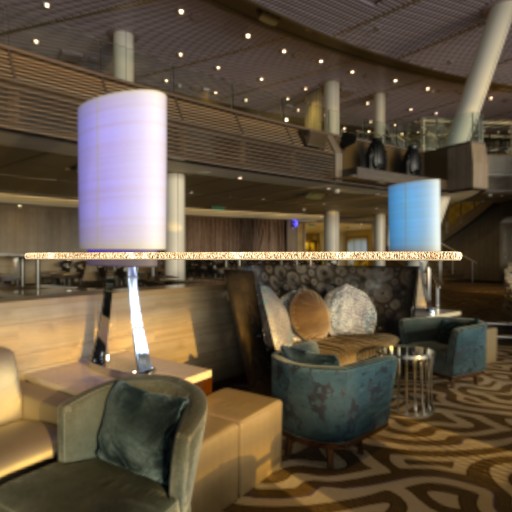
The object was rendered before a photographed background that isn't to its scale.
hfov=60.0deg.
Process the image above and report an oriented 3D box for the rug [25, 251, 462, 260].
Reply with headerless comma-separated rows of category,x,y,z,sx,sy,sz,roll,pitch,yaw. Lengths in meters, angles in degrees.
rug,0.000,0.000,2.273,1.778,0.030,1.219,0,0,17
